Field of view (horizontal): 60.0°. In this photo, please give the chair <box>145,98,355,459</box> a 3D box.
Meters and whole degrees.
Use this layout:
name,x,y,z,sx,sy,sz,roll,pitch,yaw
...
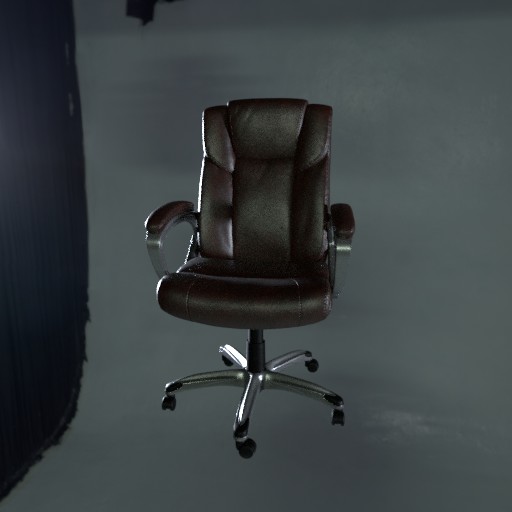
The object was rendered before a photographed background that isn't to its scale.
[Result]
name,x,y,z,sx,sy,sz,roll,pitch,yaw
chair,0.000,0.000,1.573,0.656,1.128,0.692,2,13,9
